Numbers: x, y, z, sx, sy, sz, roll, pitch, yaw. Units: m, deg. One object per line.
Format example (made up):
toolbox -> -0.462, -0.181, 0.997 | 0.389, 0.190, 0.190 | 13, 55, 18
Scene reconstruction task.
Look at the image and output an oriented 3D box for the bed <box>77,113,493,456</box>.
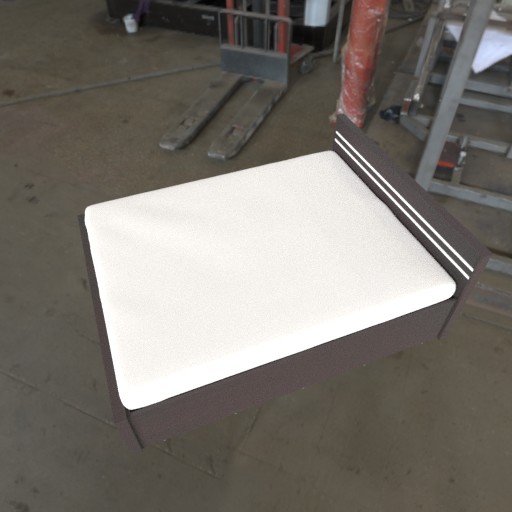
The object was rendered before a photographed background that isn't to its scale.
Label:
bed -> 0.000, 0.000, 2.935 | 2.103, 0.808, 1.634 | -16, 48, -15
